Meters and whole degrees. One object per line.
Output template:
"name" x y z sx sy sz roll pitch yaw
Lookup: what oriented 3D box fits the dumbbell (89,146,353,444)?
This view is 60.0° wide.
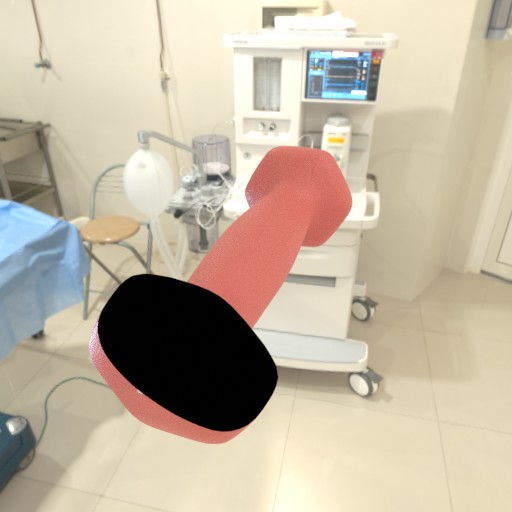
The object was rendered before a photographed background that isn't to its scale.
"dumbbell" 0.000 0.000 0.147 0.047 0.043 0.123 10 32 17
